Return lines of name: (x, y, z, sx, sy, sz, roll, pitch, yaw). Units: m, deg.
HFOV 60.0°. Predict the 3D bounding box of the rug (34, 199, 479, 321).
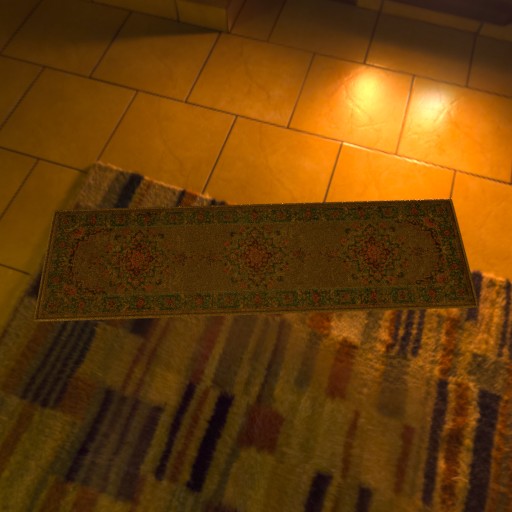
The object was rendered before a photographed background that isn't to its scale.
rug: (0.000, 0.000, 2.418, 2.297, 0.019, 0.659, -2, 65, -1)
